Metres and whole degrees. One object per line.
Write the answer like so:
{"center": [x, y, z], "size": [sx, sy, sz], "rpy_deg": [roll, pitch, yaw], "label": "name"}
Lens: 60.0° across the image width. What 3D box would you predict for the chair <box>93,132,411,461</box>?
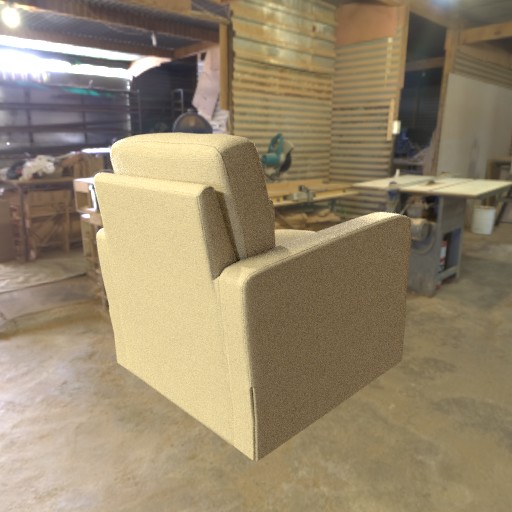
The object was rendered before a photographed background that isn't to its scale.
{"center": [0.000, 0.000, 1.549], "size": [0.888, 0.827, 0.755], "rpy_deg": [-14, 21, -43], "label": "chair"}
